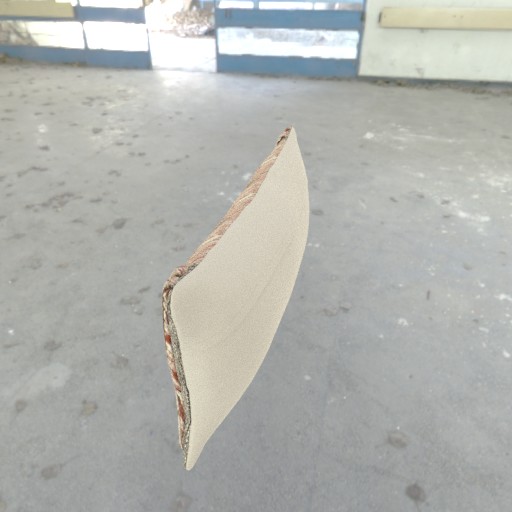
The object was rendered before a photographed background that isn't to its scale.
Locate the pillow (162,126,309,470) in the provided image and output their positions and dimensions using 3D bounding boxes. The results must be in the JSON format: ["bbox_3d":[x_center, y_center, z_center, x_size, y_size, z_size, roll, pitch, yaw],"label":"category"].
[{"bbox_3d":[0.000,0.000,0.752,0.139,0.282,0.635,8,33,13],"label":"pillow"}]
